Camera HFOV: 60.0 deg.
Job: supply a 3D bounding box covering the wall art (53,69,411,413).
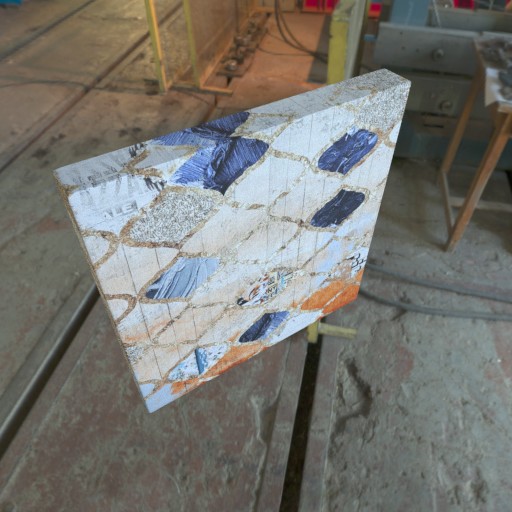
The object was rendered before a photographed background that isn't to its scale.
[{"bbox_3d":[0.000,0.000,0.451,0.303,0.304,0.036,-25,50,-22],"label":"wall art"}]
